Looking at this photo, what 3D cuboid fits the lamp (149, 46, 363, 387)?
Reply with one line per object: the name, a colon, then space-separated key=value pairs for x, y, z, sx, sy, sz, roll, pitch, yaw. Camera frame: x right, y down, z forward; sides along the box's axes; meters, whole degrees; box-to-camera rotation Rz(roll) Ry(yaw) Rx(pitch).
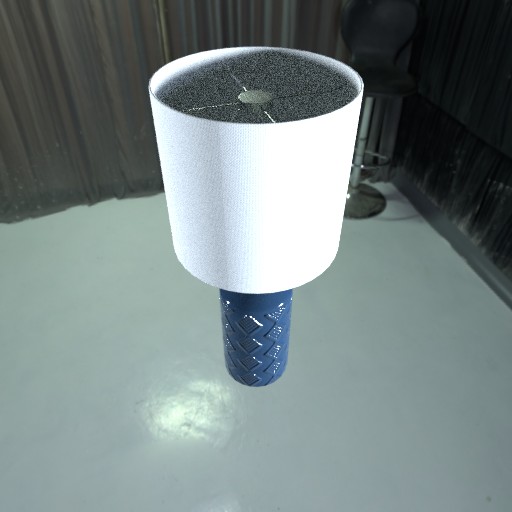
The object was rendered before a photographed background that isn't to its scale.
lamp: x=0.000 y=0.000 z=0.584 sx=0.207 sy=0.461 sz=0.207 roll=-13 pitch=43 yaw=-14
